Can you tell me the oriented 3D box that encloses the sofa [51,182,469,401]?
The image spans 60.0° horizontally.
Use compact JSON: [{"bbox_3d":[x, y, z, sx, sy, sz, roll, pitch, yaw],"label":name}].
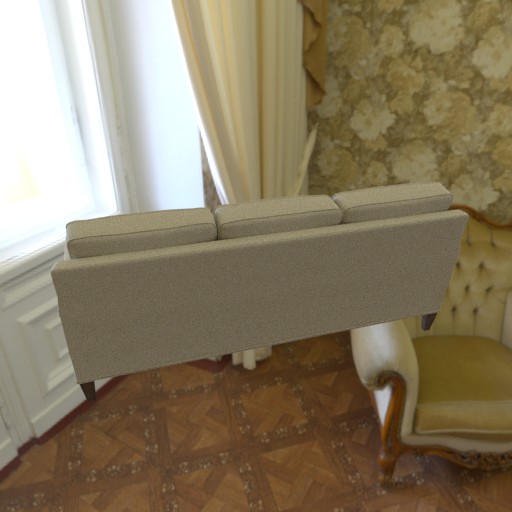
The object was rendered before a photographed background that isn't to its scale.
[{"bbox_3d":[0.000,0.000,2.779,2.246,1.003,1.084,-8,29,-15],"label":"sofa"}]
